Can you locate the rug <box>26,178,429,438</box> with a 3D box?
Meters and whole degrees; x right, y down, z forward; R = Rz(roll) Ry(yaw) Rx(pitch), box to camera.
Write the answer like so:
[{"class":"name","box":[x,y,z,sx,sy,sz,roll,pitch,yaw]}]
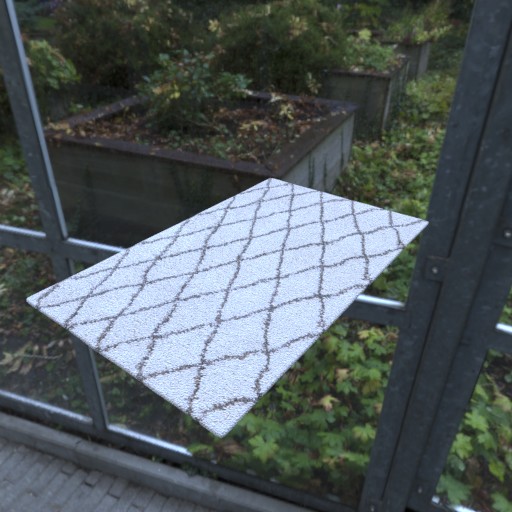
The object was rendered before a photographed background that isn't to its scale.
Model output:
[{"class":"rug","box":[0.000,0.000,3.016,1.524,0.030,2.438,22,37,31]}]
